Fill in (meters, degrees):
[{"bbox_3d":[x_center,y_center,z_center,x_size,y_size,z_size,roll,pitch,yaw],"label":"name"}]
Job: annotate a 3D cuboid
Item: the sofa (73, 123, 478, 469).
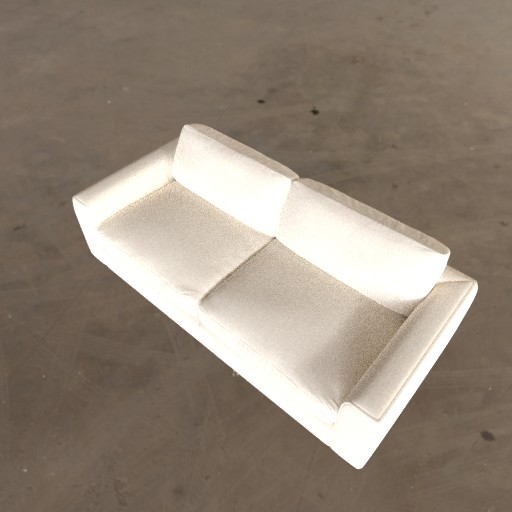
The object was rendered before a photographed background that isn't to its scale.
[{"bbox_3d":[0.000,0.000,2.681,2.262,0.801,1.070,33,55,27],"label":"sofa"}]
